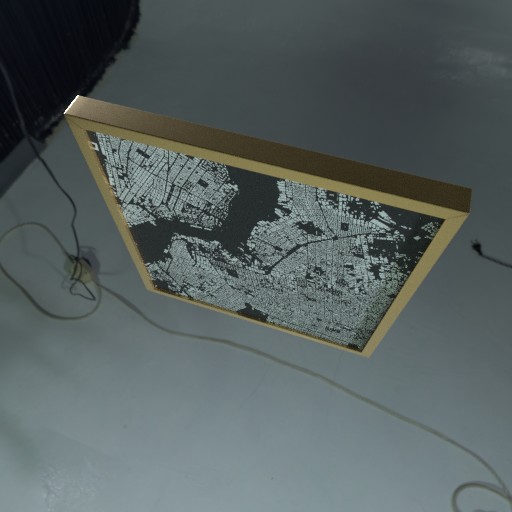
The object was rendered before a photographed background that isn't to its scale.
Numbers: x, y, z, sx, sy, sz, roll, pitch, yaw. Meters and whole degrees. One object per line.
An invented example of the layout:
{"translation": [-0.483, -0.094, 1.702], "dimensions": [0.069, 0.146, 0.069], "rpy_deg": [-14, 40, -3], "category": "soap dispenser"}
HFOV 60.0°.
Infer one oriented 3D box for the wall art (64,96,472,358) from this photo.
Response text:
{"translation": [0.000, 0.000, 0.454], "dimensions": [0.305, 0.305, 0.023], "rpy_deg": [16, 61, 9], "category": "wall art"}
